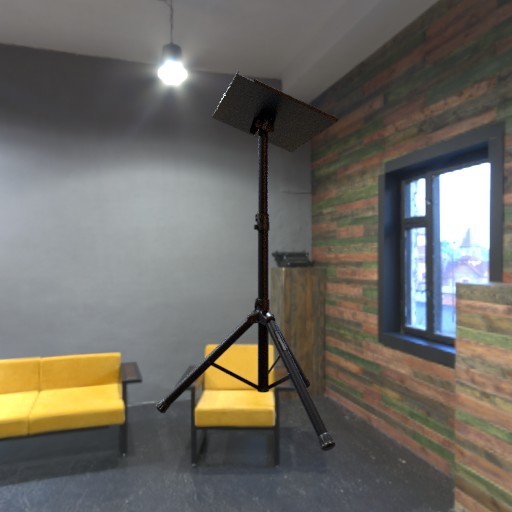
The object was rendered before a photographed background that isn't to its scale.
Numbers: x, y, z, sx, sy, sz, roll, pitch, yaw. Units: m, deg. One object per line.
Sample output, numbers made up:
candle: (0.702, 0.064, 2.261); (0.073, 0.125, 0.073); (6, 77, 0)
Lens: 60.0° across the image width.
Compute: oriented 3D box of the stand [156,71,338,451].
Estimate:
stand: (0.000, 0.000, 1.635); (0.702, 1.198, 0.702); (0, -1, -16)
